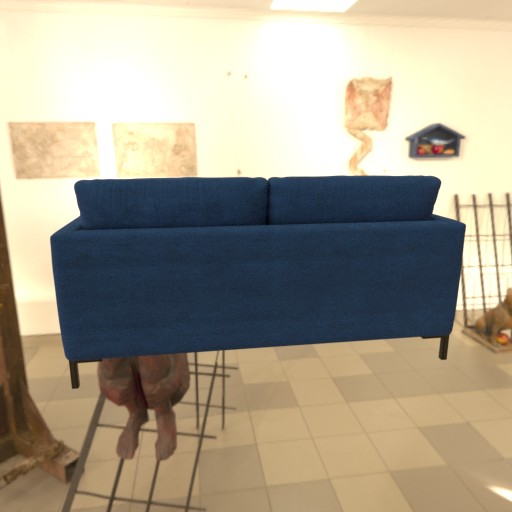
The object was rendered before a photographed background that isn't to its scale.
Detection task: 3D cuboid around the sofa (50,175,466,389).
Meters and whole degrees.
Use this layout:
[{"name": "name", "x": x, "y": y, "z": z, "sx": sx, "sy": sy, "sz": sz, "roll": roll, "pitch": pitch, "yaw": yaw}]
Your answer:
[{"name": "sofa", "x": 0.000, "y": 0.000, "z": 2.181, "sx": 1.676, "sy": 0.817, "sz": 0.875, "roll": -2, "pitch": 14, "yaw": -9}]
